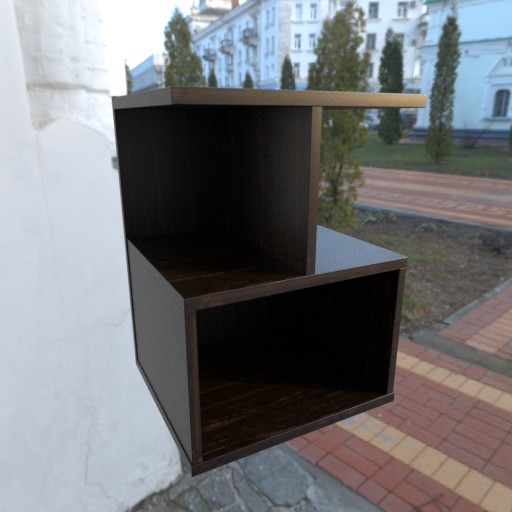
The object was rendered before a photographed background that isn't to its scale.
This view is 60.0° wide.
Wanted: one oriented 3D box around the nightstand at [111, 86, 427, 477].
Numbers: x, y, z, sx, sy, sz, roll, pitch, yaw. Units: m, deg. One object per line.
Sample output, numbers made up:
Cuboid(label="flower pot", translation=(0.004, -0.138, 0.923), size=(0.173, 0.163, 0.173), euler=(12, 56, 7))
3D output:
Cuboid(label="nightstand", translation=(0.000, 0.000, 0.817), size=(0.400, 0.559, 0.356), euler=(-9, 19, -26))
